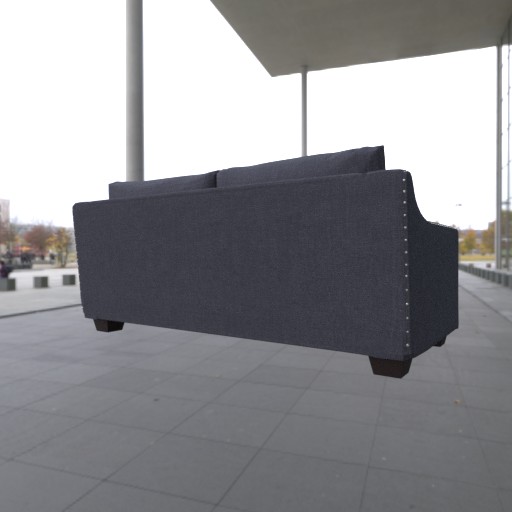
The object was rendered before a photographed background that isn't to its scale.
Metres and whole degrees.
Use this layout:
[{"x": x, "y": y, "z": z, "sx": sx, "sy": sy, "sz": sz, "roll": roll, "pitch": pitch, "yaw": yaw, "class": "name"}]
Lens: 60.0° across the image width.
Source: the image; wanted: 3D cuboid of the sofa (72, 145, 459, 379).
[{"x": 0.000, "y": 0.000, "z": 3.261, "sx": 2.550, "sy": 1.196, "sz": 1.336, "roll": 0, "pitch": 1, "yaw": 34, "class": "sofa"}]
